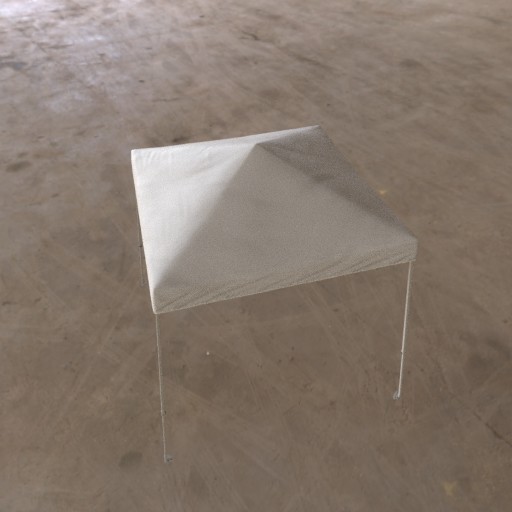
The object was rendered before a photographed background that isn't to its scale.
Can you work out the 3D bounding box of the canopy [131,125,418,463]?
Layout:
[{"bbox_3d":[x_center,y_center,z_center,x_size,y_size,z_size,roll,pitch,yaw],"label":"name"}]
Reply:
[{"bbox_3d":[0.000,0.000,5.139,2.849,2.849,2.848,-11,43,-12],"label":"canopy"}]
